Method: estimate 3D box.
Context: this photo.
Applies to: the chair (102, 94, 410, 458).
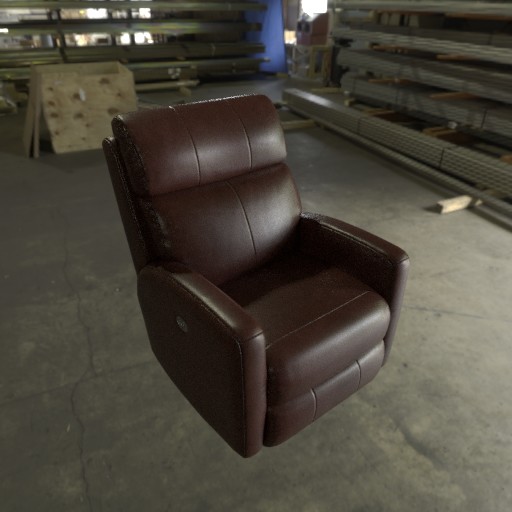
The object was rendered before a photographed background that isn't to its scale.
[{"bbox_3d":[0.000,0.000,1.691,0.787,1.016,0.939,-21,36,-32],"label":"chair"}]
